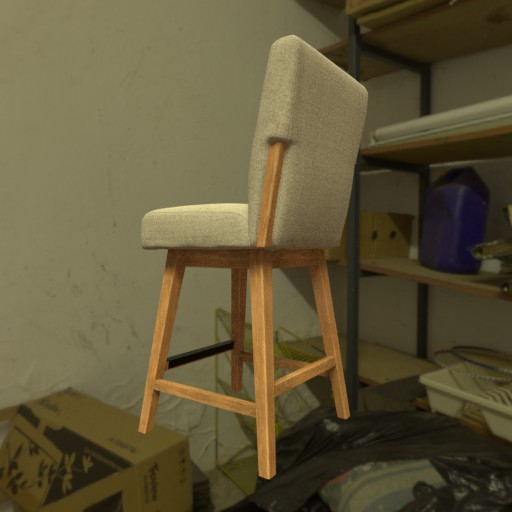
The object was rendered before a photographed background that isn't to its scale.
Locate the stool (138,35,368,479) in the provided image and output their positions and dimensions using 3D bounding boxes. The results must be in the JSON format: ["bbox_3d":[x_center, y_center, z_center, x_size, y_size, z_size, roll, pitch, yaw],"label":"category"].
[{"bbox_3d":[0.000,0.000,1.302,0.526,1.010,0.459,1,2,35],"label":"stool"}]
